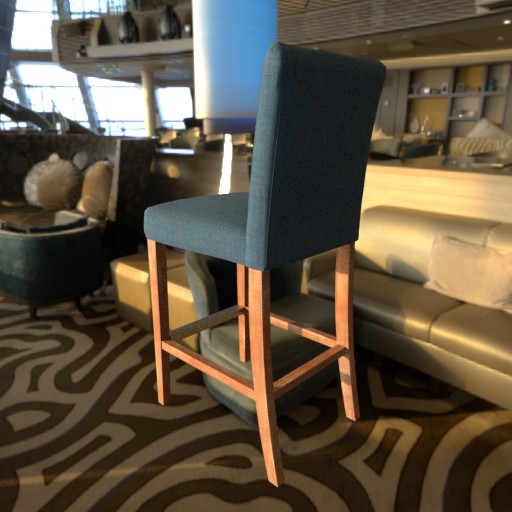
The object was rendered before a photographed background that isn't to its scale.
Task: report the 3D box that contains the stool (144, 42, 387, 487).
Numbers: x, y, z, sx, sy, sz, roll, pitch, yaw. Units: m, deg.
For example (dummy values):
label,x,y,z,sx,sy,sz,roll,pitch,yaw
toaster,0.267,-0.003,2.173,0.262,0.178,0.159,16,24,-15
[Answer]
label,x,y,z,sx,sy,sz,roll,pitch,yaw
stool,0.000,0.000,1.348,0.574,1.088,0.454,16,23,42
